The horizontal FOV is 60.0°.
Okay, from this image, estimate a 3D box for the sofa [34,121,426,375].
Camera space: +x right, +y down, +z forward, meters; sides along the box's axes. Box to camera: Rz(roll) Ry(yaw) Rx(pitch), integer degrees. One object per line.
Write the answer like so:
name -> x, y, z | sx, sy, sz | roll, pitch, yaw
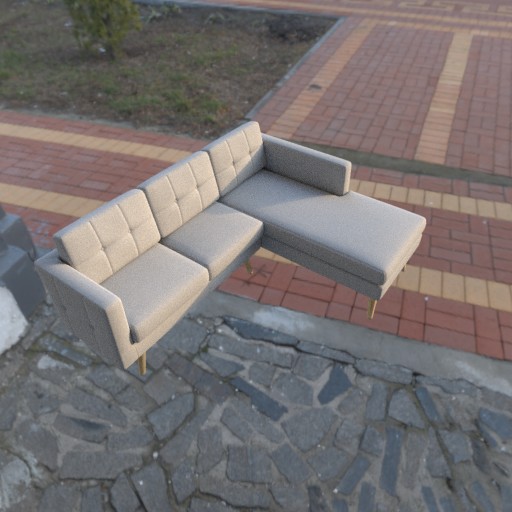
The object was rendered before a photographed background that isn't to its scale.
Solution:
sofa -> 0.000, 0.000, 2.851 | 1.530, 0.860, 2.040 | 25, 47, 26
